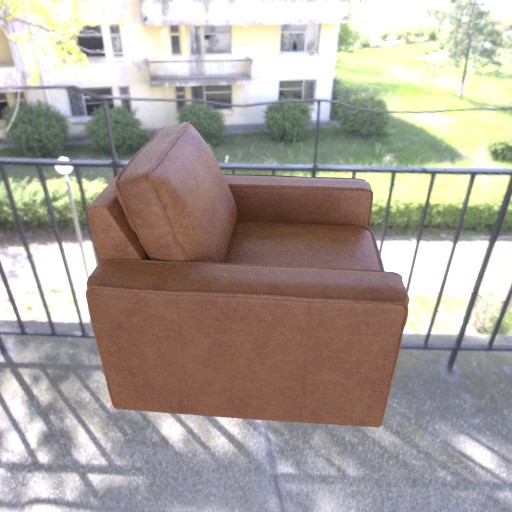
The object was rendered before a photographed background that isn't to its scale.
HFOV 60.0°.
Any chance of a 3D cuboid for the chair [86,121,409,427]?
[{"bbox_3d":[0.000,0.000,1.765,1.027,0.901,0.987,1,32,2],"label":"chair"}]
